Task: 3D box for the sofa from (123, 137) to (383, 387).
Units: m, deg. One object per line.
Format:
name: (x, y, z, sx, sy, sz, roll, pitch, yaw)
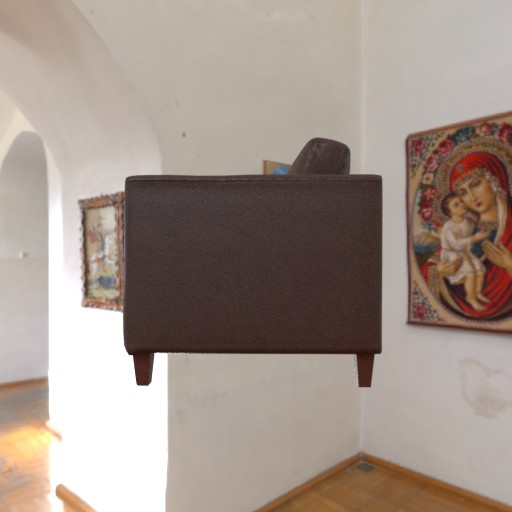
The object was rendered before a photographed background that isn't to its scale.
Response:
sofa: (0.000, 0.000, 2.480, 0.951, 0.933, 1.883, 0, 1, 1)
